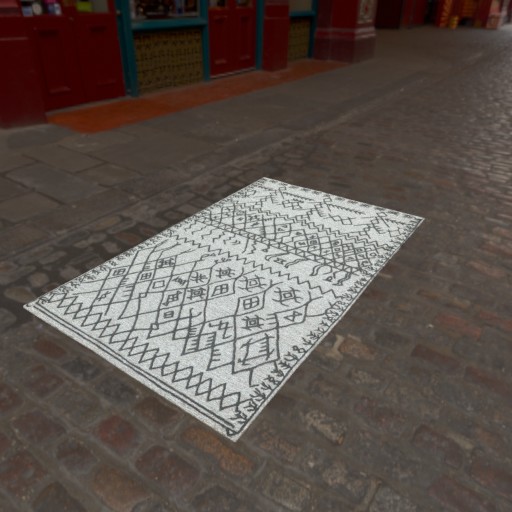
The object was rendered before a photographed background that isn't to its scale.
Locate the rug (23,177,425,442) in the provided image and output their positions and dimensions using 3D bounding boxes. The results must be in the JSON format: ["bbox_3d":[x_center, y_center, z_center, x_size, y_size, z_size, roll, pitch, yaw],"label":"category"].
[{"bbox_3d":[0.000,0.000,4.696,2.393,0.019,3.824,20,37,29],"label":"rug"}]
